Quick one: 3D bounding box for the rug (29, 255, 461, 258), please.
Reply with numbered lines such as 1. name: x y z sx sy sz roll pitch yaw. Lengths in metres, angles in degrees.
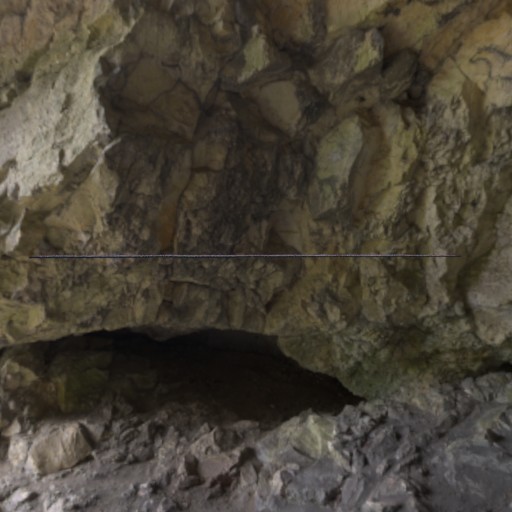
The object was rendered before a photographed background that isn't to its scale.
1. rug: 0.000 0.000 2.784 2.459 0.010 0.801 0 0 -17
